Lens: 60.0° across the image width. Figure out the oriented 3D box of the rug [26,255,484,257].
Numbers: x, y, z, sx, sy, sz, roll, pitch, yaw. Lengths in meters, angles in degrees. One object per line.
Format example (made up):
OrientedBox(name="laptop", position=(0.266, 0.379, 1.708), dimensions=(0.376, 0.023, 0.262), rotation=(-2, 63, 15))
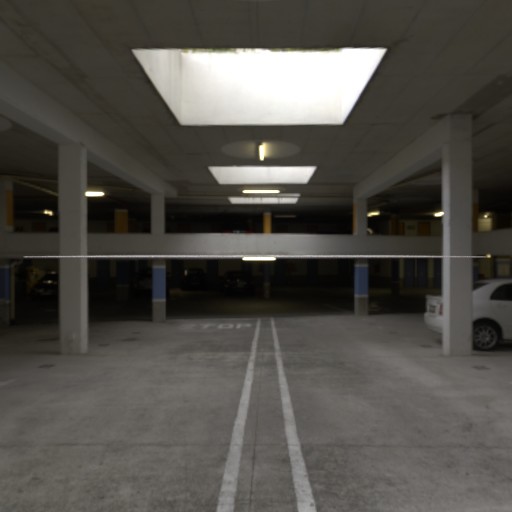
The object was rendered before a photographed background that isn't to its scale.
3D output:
OrientedBox(name="rug", position=(0.000, 0.000, 3.945), dimensions=(2.880, 0.005, 2.391), rotation=(0, 0, 1))
